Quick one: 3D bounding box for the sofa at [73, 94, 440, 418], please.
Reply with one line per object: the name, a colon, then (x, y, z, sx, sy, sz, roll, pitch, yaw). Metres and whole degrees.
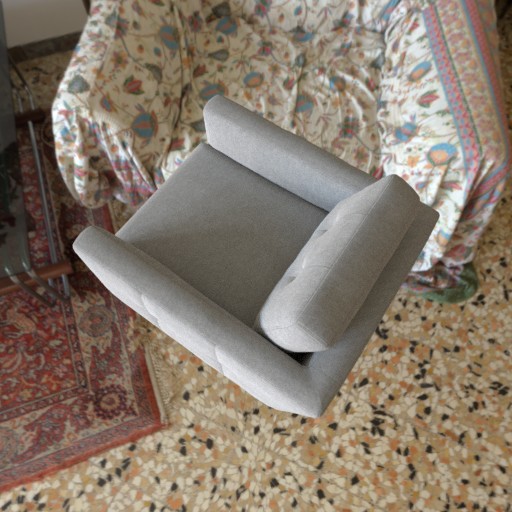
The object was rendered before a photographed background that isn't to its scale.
sofa: (0.000, 0.000, 1.566, 0.920, 0.860, 0.770, 32, 69, 14)
